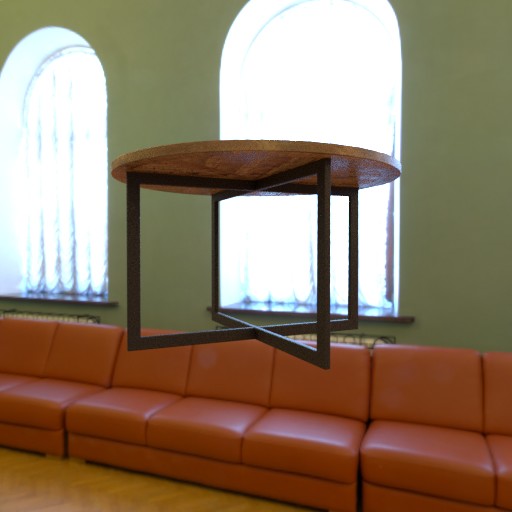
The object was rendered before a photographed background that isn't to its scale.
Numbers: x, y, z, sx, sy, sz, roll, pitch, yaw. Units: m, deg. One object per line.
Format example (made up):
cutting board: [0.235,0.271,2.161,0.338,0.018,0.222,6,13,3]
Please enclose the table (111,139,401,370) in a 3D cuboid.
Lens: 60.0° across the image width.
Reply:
table: [0.000,0.000,2.037,1.264,0.762,1.264,0,1,0]
